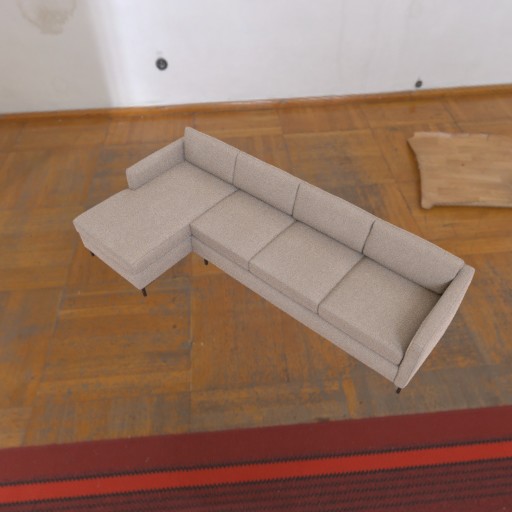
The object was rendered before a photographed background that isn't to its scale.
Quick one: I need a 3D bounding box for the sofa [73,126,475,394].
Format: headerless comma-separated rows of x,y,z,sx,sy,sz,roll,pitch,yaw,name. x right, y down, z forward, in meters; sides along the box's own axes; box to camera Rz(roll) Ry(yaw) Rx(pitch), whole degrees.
0.000,0.000,3.556,2.923,0.816,1.469,31,54,26,sofa
